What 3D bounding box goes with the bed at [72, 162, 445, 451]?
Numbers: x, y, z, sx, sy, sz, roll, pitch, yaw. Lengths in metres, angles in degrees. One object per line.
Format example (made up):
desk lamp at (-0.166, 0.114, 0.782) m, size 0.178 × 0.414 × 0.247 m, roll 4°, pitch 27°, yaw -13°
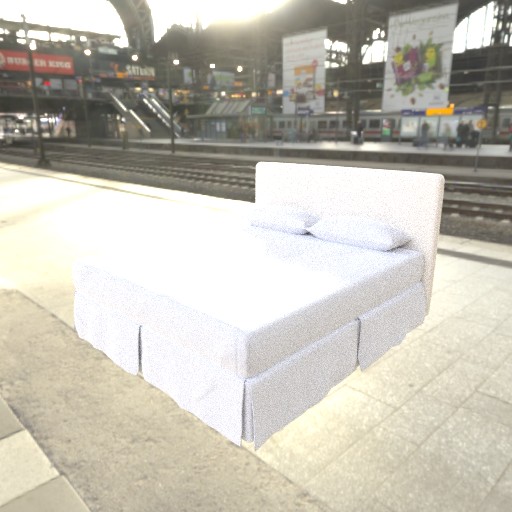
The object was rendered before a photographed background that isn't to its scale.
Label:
bed at (0.000, 0.000, 3.641) m, size 2.119 × 1.317 × 2.341 m, roll 15°, pitch 22°, yaw 41°
